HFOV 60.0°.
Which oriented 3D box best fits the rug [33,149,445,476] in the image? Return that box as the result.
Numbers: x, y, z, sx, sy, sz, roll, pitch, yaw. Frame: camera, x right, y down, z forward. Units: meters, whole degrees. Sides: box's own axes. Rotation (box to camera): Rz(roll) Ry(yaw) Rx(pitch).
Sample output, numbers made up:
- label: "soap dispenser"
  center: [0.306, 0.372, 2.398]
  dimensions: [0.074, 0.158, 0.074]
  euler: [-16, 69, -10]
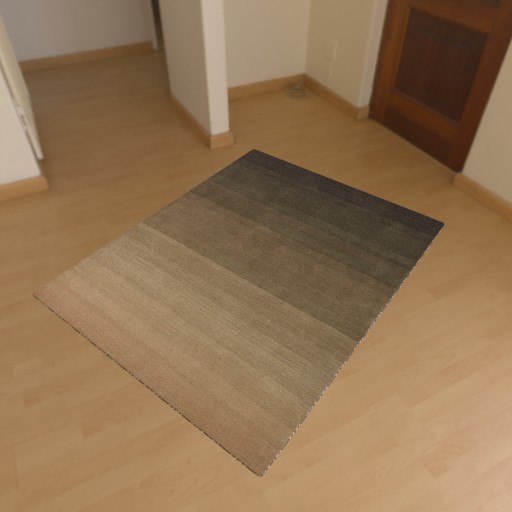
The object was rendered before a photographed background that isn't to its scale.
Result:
- label: "rug"
  center: [0.000, 0.000, 3.863]
  dimensions: [2.306, 0.017, 2.902]
  euler: [28, 50, 27]
